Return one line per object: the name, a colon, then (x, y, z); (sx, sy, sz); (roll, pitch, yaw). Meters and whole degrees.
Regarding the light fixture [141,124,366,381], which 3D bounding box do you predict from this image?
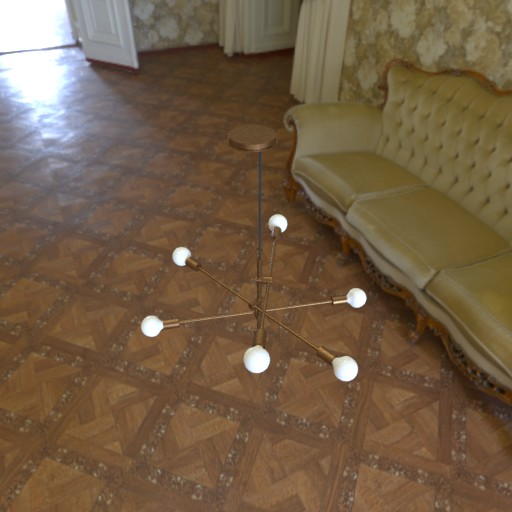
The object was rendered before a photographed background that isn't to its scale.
light fixture: (0.000, 0.000, 1.276); (0.682, 0.744, 0.637); (12, 41, 14)
